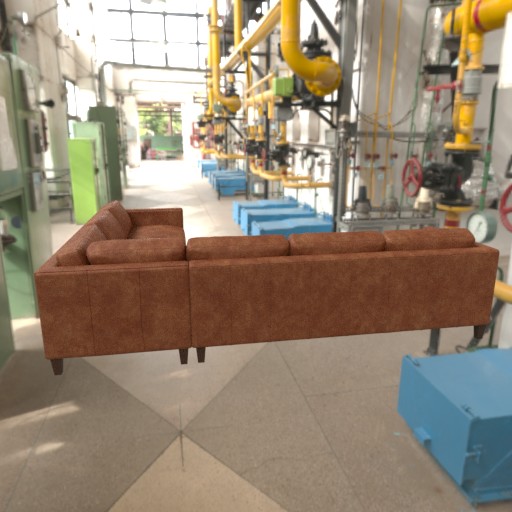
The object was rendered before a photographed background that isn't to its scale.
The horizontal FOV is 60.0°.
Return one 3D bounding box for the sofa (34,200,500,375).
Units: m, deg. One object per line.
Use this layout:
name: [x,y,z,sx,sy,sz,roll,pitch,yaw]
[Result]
sofa: [0.000,0.000,4.128,3.167,0.838,2.438,-3,15,-10]
